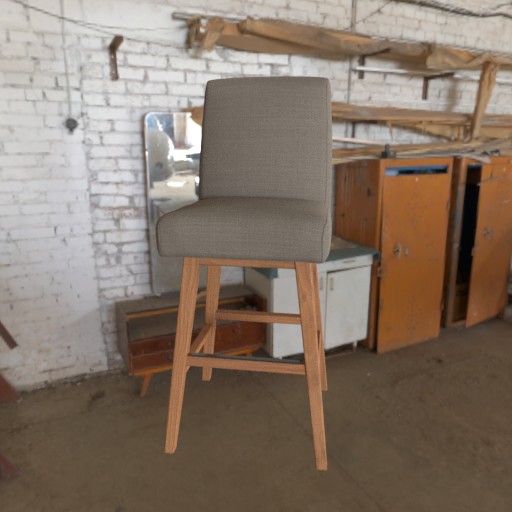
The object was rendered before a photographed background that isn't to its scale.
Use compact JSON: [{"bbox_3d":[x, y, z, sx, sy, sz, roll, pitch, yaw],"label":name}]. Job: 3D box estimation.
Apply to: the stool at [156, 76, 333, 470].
[{"bbox_3d":[0.000,0.000,1.385,0.483,1.112,0.570,2,15,9],"label":"stool"}]
